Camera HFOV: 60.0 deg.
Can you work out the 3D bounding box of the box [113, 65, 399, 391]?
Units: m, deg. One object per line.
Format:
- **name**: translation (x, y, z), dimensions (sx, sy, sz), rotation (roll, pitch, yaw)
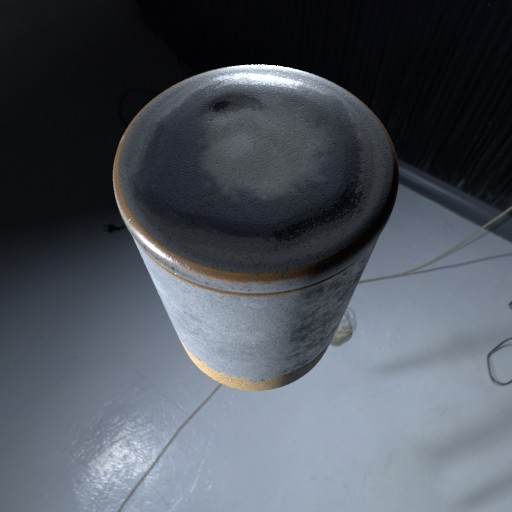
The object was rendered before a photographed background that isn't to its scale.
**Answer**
- **box**: translation (0.000, 0.000, 0.253), dimensions (0.118, 0.168, 0.118), rotation (0, 60, 0)
